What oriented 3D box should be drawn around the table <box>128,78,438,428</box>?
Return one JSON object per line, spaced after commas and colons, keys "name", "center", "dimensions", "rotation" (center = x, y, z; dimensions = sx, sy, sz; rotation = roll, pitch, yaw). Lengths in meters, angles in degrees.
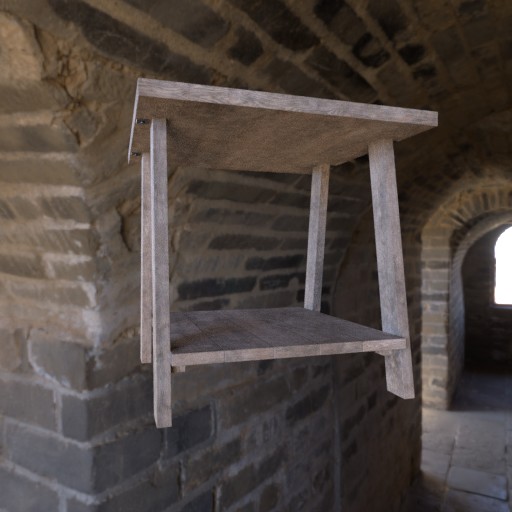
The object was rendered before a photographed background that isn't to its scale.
{"name": "table", "center": [0.000, 0.000, 1.132], "dimensions": [0.610, 0.610, 0.610], "rotation": [0, 1, -18]}
